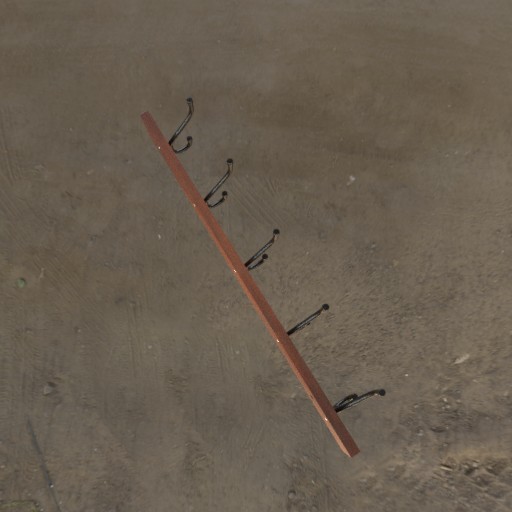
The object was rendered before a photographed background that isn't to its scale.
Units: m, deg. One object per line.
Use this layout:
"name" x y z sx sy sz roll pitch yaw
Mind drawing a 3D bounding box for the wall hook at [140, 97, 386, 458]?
"wall hook" 0.000 0.000 0.624 0.071 0.117 0.571 -30 77 -8
